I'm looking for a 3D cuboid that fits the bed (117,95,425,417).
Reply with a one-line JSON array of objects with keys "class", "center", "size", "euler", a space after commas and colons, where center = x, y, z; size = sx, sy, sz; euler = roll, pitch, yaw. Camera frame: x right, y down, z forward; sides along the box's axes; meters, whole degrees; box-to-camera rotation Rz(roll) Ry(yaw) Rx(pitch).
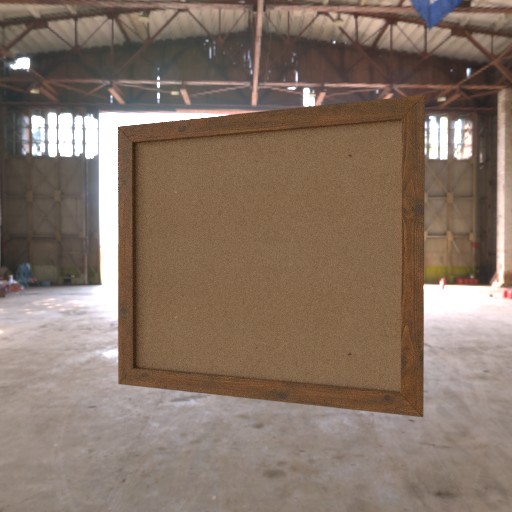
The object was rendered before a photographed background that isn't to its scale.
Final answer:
[{"class": "bed", "center": [0.000, 0.000, 1.477], "size": [1.046, 0.942, 0.046], "euler": [0, 1, 18]}]
